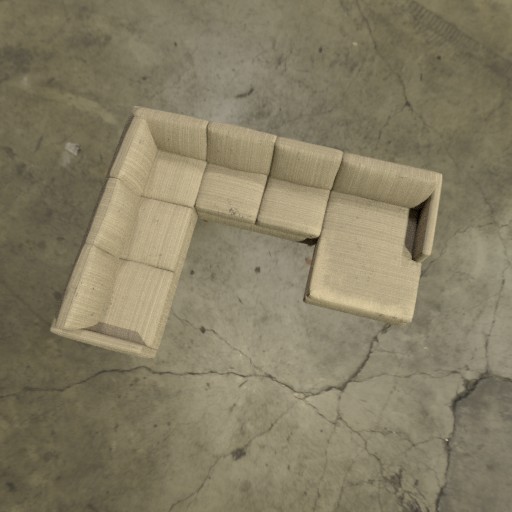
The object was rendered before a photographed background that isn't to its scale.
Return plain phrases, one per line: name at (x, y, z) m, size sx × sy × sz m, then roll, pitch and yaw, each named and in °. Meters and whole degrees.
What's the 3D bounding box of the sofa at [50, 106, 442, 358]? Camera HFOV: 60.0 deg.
sofa at (0.000, 0.000, 4.681) m, size 3.460 × 0.961 × 2.594 m, roll 14°, pitch 75°, yaw 4°
